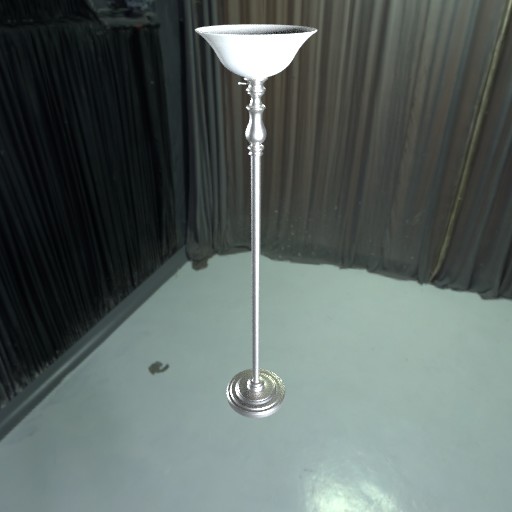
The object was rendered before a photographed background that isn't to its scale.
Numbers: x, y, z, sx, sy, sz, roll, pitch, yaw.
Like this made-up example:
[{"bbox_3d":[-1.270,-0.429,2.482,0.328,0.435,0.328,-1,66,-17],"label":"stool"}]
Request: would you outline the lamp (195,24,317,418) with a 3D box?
[{"bbox_3d":[0.000,0.000,1.938,0.405,1.771,0.405,10,33,15],"label":"lamp"}]
